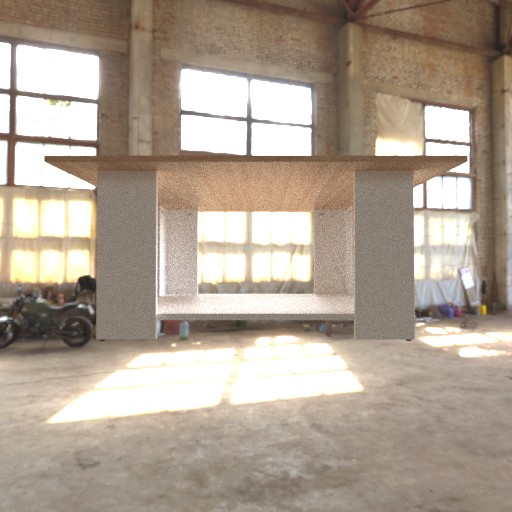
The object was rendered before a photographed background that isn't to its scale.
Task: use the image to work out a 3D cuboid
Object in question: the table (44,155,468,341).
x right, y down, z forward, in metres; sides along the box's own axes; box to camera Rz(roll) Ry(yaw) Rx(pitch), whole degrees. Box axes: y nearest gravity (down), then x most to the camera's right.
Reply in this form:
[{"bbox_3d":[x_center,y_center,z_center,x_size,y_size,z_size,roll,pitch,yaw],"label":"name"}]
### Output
[{"bbox_3d":[0.000,0.000,1.032,0.670,0.305,0.670,0,-1,0],"label":"table"}]
